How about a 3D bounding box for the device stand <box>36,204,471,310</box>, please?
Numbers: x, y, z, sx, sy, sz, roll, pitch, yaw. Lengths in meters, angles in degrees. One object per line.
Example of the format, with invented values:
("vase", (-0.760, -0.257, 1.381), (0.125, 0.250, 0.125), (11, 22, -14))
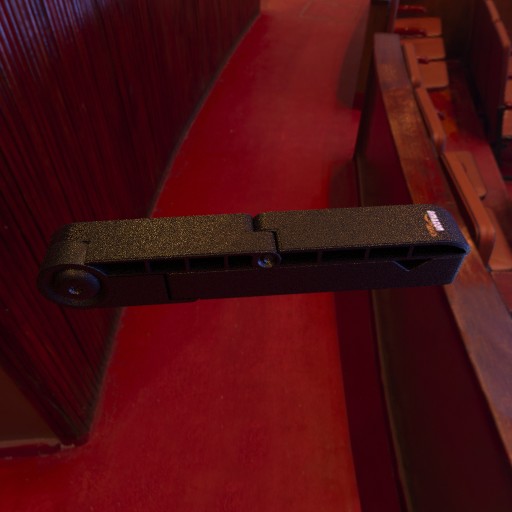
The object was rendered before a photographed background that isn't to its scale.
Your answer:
("device stand", (0.000, 0.000, 0.193), (0.179, 0.030, 0.026), (-3, 46, -3))
